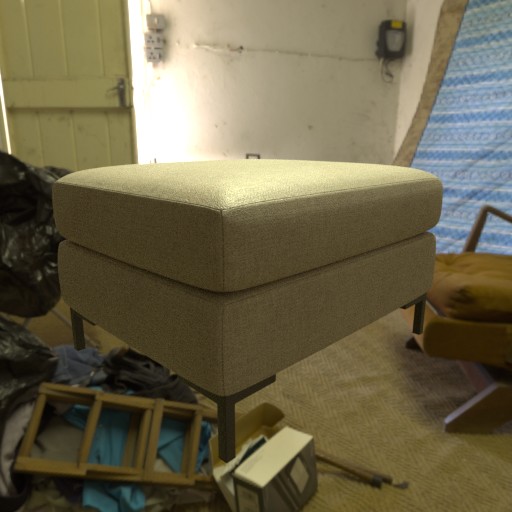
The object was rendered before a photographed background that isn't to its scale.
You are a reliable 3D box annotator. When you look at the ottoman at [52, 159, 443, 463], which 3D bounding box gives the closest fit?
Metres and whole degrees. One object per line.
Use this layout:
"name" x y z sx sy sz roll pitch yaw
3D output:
"ottoman" 0.000 0.000 1.180 0.671 0.490 0.820 14 20 43
